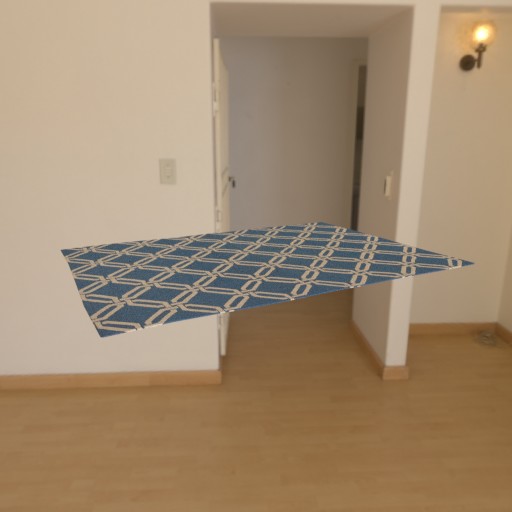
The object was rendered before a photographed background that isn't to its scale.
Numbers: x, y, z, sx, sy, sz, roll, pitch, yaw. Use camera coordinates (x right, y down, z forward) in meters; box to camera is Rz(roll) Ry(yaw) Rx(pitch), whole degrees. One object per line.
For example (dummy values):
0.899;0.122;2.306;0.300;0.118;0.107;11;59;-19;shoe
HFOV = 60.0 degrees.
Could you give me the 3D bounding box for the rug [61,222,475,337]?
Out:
0.000;0.000;2.766;2.135;0.013;1.524;-8;17;-27;rug
